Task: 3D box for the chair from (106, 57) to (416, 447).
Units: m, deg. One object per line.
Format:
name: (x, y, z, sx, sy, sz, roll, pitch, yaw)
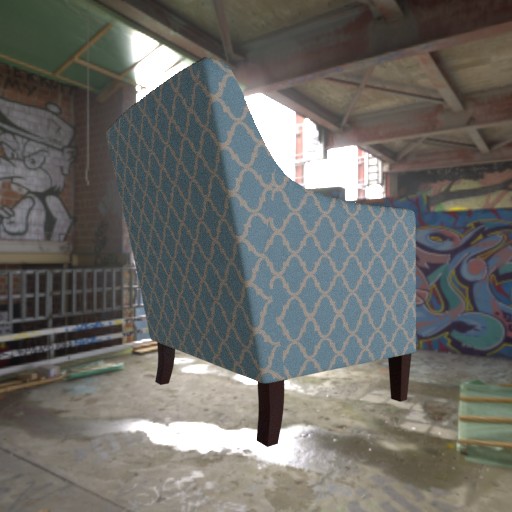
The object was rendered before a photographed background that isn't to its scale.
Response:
chair: (0.000, 0.000, 1.298, 0.686, 0.817, 0.617, 0, 0, -36)
